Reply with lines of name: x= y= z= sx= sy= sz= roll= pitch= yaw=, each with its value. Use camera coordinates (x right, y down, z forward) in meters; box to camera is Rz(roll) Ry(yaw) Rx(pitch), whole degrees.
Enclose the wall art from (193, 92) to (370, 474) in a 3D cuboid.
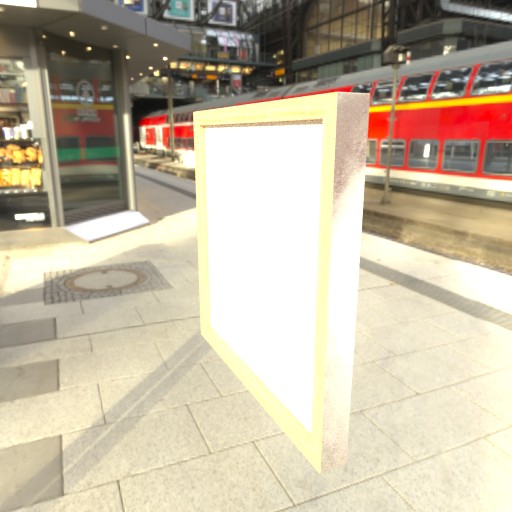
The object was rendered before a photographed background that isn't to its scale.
wall art: x=0.000 y=0.000 z=0.471 sx=0.028 sy=0.303 sz=0.303 roll=-7 pitch=17 yaw=-25
